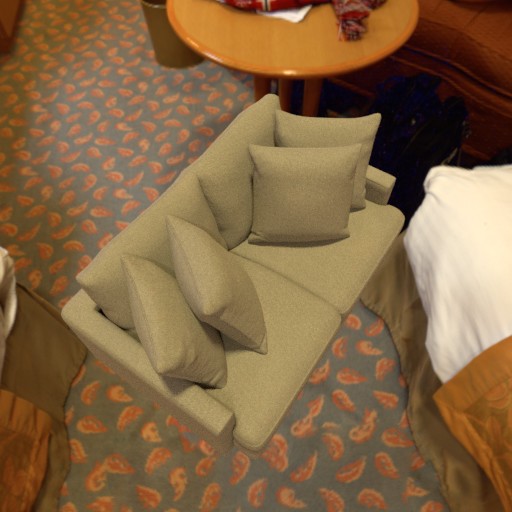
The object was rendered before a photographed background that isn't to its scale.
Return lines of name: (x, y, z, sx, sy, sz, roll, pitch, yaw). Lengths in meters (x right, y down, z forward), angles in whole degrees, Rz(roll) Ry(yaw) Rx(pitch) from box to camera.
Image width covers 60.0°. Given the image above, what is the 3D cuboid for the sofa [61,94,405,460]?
sofa: (0.000, 0.000, 2.602, 1.228, 1.080, 1.869, 30, 62, 18)
